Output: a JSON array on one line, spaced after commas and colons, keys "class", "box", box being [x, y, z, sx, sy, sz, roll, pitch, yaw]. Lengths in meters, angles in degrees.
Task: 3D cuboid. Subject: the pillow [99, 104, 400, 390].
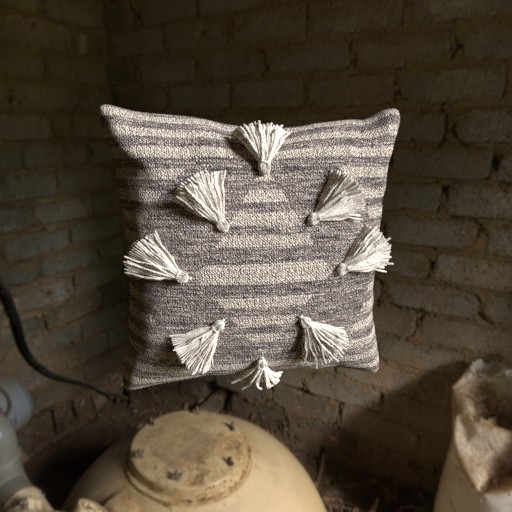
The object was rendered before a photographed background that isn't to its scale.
[{"class": "pillow", "box": [0.000, 0.000, 0.760, 0.484, 0.490, 0.234, -2, 16, -8]}]
